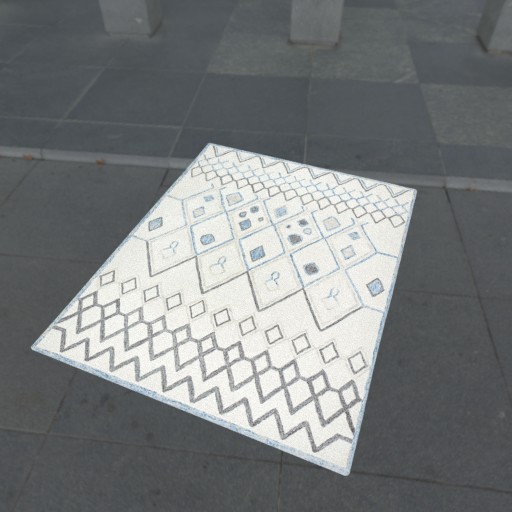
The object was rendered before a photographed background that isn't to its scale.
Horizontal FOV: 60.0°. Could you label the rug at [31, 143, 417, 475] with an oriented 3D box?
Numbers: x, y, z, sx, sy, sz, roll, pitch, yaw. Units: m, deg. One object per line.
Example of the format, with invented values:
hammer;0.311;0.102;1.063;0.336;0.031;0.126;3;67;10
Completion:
rug;0.000;0.000;4.005;2.441;0.013;3.056;16;48;15
